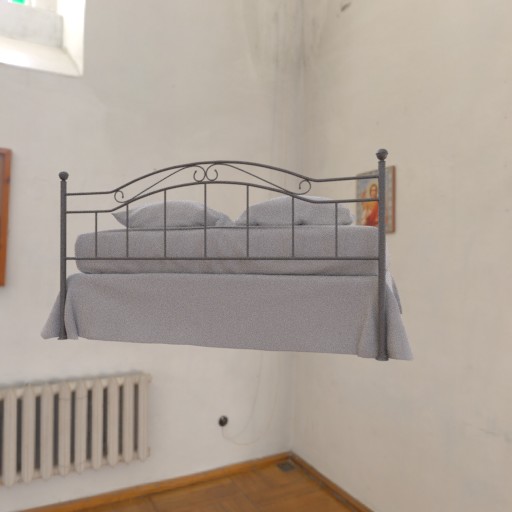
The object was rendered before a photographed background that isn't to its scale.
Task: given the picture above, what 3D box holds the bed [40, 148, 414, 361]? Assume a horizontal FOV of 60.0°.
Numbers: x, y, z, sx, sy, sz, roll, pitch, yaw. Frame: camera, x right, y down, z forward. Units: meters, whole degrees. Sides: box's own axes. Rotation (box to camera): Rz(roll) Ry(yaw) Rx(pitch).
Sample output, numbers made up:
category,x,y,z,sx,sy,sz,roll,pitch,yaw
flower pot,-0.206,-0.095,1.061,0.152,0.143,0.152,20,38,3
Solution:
category,x,y,z,sx,sy,sz,roll,pitch,yaw
bed,0.000,0.000,3.573,2.309,1.080,2.220,0,0,17
